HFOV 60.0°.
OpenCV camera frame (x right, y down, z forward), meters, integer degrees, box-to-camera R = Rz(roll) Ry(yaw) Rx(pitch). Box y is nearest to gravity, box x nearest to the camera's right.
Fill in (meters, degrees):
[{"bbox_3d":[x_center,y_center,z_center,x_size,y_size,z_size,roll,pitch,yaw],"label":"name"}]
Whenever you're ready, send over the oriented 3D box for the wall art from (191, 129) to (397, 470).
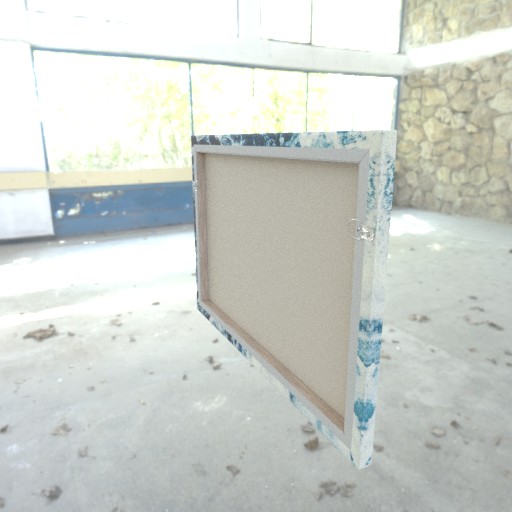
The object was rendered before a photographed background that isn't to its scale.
[{"bbox_3d":[0.000,0.000,1.910,0.055,1.017,1.524,-7,16,-25],"label":"wall art"}]
